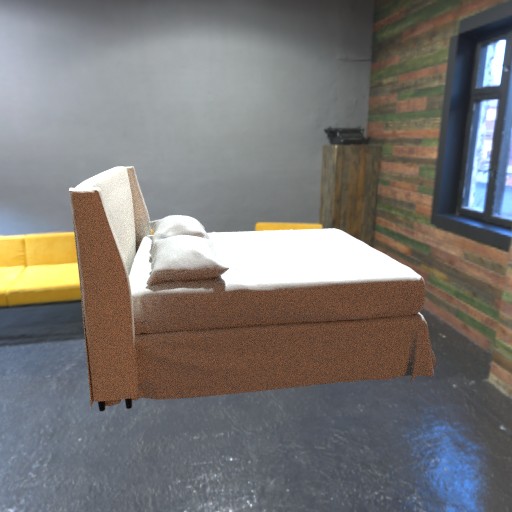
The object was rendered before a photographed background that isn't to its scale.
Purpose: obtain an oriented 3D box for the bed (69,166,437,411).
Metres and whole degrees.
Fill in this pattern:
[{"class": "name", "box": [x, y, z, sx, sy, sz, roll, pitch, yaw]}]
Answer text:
[{"class": "bed", "box": [0.000, 0.000, 3.495, 2.276, 1.332, 1.925, -2, 15, -9]}]
